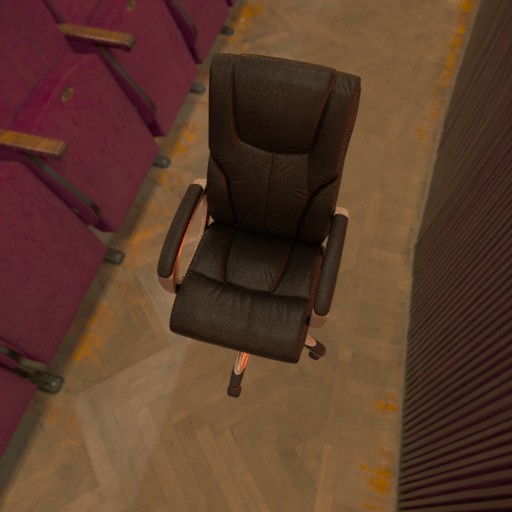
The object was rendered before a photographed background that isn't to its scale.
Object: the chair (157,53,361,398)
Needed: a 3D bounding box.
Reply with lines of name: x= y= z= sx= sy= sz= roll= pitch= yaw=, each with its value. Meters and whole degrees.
chair: x=0.000 y=0.000 z=1.650 sx=0.700 sy=1.145 sz=0.780 roll=13 pitch=59 yaw=8
